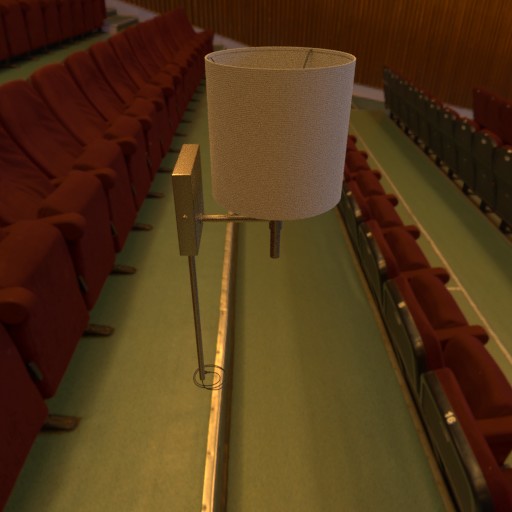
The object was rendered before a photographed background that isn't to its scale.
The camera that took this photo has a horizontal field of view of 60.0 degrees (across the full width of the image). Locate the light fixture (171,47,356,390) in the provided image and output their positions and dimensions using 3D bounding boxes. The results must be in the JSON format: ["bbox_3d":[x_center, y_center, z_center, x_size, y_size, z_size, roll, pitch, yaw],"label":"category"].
[{"bbox_3d":[0.000,0.000,0.712,0.248,0.589,0.188,-1,32,-1],"label":"light fixture"}]
